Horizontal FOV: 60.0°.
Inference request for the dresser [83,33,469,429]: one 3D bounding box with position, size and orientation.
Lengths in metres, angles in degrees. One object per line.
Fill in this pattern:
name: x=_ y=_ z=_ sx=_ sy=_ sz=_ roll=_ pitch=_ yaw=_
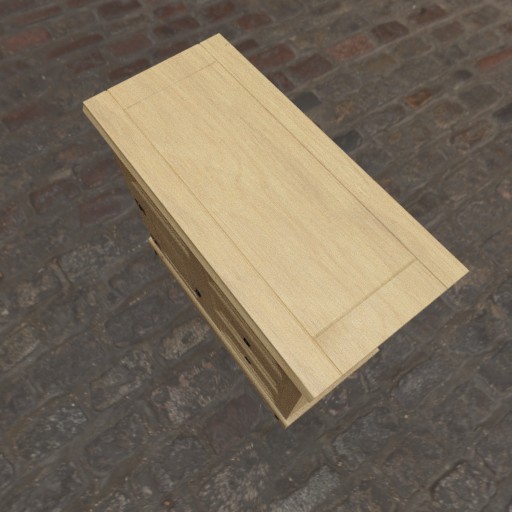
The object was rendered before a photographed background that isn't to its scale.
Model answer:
dresser: x=0.000 y=0.000 z=1.409 sx=0.440 sy=0.835 sz=0.915 roll=-34 pitch=69 yaw=-15
